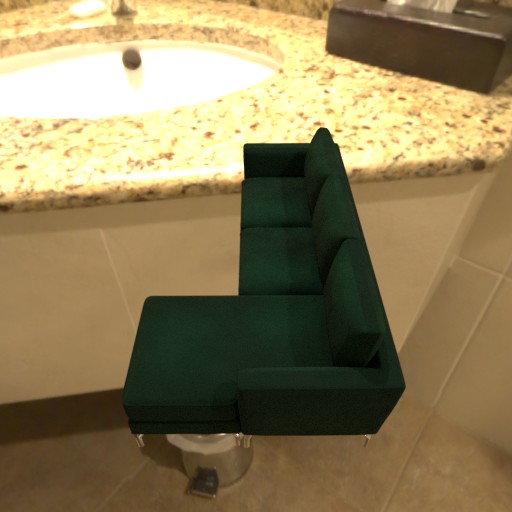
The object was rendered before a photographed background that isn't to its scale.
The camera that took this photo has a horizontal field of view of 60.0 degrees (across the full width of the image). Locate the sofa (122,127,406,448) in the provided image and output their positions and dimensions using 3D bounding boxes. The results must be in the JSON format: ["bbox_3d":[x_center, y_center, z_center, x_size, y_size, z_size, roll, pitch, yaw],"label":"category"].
[{"bbox_3d":[0.000,0.000,3.238,1.489,1.007,2.441,0,43,0],"label":"sofa"}]
